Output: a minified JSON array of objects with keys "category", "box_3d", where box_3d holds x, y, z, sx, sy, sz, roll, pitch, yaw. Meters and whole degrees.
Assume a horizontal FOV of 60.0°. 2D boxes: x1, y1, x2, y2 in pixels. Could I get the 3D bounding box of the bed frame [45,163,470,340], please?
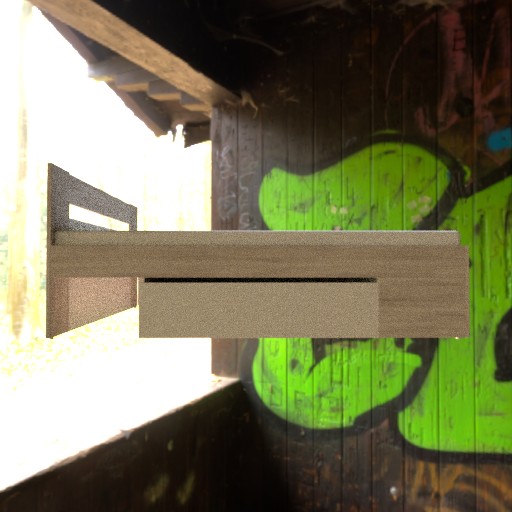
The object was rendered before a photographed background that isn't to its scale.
[{"category":"bed frame","box_3d":[0.000,0.000,3.168,2.050,0.860,2.040,0,-1,-1]}]
